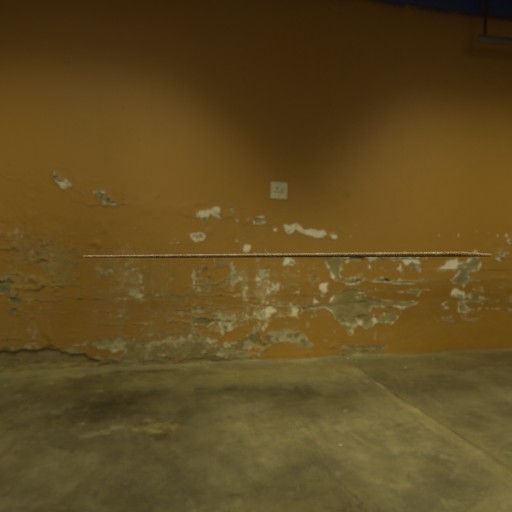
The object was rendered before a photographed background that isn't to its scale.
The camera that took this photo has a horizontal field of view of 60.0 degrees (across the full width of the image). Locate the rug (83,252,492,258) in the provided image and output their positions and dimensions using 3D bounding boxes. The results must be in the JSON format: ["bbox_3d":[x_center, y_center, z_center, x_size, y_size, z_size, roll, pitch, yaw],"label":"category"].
[{"bbox_3d":[0.000,0.000,2.512,2.289,0.013,0.691,0,-1,36],"label":"rug"}]
